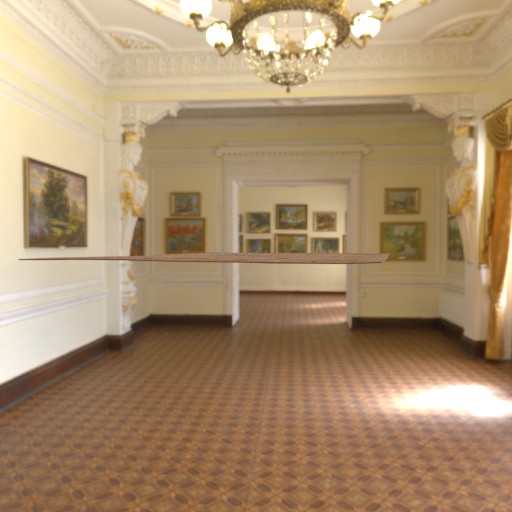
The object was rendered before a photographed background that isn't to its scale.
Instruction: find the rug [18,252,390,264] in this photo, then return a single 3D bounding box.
[{"bbox_3d":[0.000,0.000,3.945,2.263,0.022,3.029,0,1,18],"label":"rug"}]
